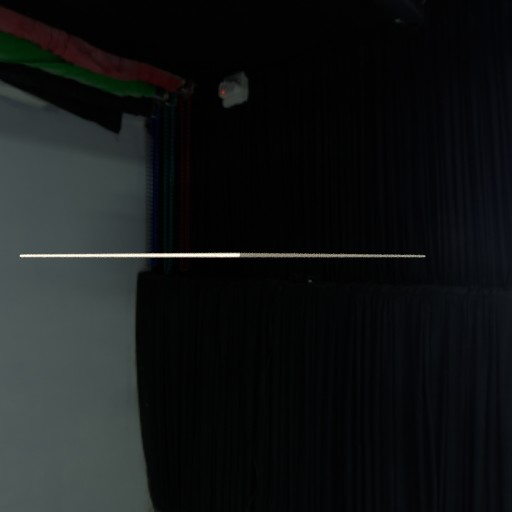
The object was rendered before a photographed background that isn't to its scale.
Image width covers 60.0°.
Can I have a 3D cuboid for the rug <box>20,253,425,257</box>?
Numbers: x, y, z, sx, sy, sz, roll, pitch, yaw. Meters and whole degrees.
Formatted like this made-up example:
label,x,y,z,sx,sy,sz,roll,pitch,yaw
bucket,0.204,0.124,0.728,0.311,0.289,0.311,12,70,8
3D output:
label,x,y,z,sx,sy,sz,roll,pitch,yaw
rug,0.000,0.000,2.867,1.526,0.014,2.290,0,0,36
